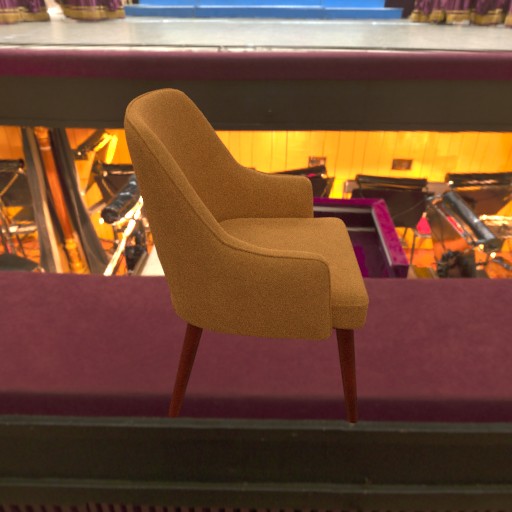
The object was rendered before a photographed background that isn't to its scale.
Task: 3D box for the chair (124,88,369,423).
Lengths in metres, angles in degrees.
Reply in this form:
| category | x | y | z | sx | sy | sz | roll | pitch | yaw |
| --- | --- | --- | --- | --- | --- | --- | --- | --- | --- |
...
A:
| category | x | y | z | sx | sy | sz | roll | pitch | yaw |
| --- | --- | --- | --- | --- | --- | --- | --- | --- | --- |
| chair | 0.000 | 0.000 | 1.257 | 0.605 | 0.849 | 0.548 | 1 | 31 | 1 |
